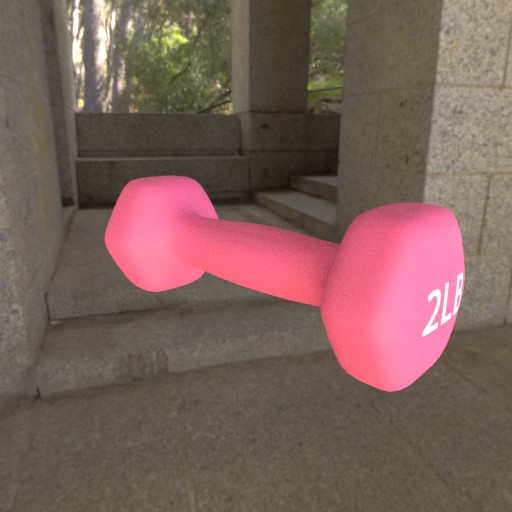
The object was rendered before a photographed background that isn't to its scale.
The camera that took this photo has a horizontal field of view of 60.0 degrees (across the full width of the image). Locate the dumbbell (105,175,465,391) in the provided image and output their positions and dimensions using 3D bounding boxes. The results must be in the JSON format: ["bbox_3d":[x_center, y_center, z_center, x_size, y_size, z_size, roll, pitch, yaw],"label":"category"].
[{"bbox_3d":[0.000,0.000,0.172,0.146,0.053,0.058,15,22,42],"label":"dumbbell"}]
